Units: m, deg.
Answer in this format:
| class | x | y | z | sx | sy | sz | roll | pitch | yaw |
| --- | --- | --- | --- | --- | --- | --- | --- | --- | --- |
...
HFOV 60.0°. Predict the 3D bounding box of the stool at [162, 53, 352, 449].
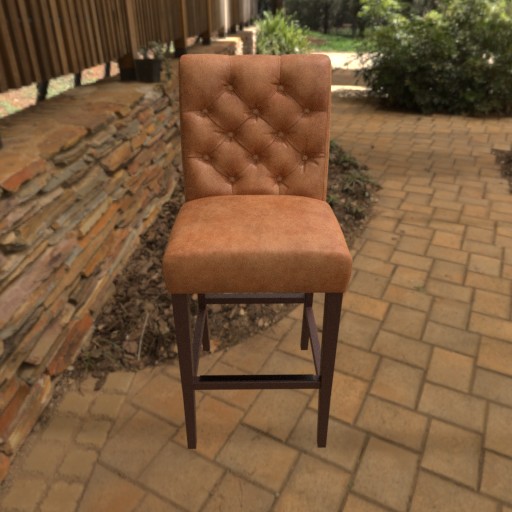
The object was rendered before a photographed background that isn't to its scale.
| class | x | y | z | sx | sy | sz | roll | pitch | yaw |
| --- | --- | --- | --- | --- | --- | --- | --- | --- | --- |
| stool | 0.000 | 0.000 | 1.423 | 0.493 | 1.140 | 0.601 | 0 | 30 | -1 |
